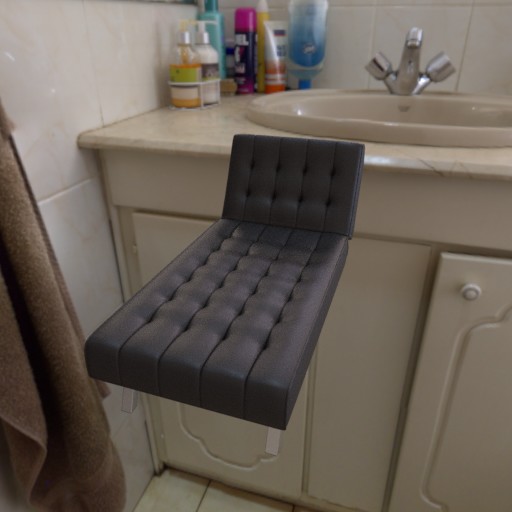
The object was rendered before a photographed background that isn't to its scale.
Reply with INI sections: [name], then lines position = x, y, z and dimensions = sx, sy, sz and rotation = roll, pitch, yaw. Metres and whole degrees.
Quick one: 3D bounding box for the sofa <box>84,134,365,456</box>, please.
[sofa]
position = 0.000, 0.000, 2.056
dimensions = 0.760, 0.820, 1.560
rotation = 9, 28, 17
